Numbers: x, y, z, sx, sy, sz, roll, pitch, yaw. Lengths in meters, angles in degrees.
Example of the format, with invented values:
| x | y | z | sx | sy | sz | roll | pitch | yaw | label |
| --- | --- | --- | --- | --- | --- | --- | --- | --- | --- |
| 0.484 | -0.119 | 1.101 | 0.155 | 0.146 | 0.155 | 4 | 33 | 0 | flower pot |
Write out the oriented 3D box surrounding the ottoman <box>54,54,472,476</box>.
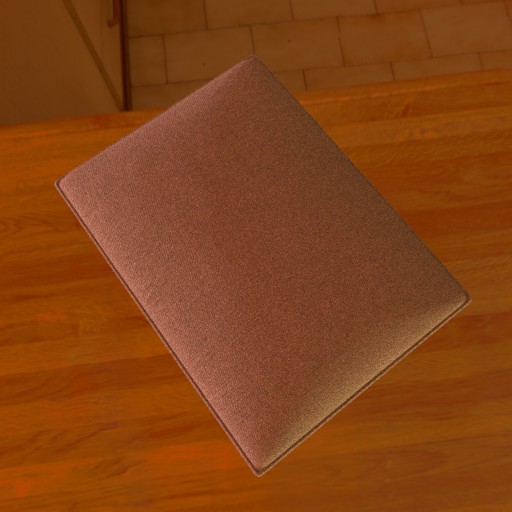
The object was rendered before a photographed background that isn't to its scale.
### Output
| x | y | z | sx | sy | sz | roll | pitch | yaw | label |
| --- | --- | --- | --- | --- | --- | --- | --- | --- | --- |
| 0.000 | 0.000 | 1.116 | 0.583 | 0.464 | 0.785 | -36 | 78 | -9 | ottoman |
